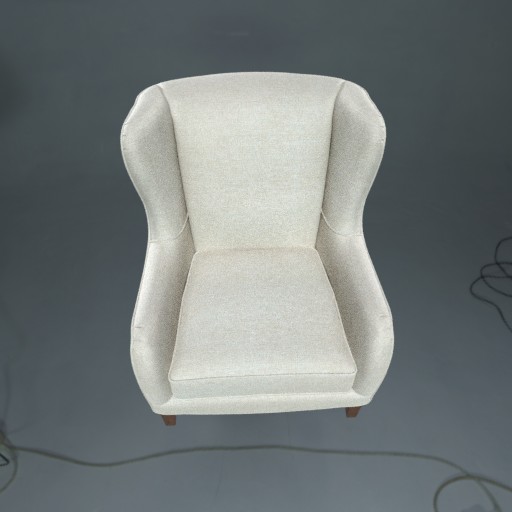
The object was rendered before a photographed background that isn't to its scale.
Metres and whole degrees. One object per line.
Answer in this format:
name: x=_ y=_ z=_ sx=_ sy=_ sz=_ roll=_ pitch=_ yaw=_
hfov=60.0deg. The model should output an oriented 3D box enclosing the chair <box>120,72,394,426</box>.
chair: x=0.000 y=0.000 z=1.692 sx=0.838 sy=1.040 sz=0.966 roll=-2 pitch=47 yaw=-2
